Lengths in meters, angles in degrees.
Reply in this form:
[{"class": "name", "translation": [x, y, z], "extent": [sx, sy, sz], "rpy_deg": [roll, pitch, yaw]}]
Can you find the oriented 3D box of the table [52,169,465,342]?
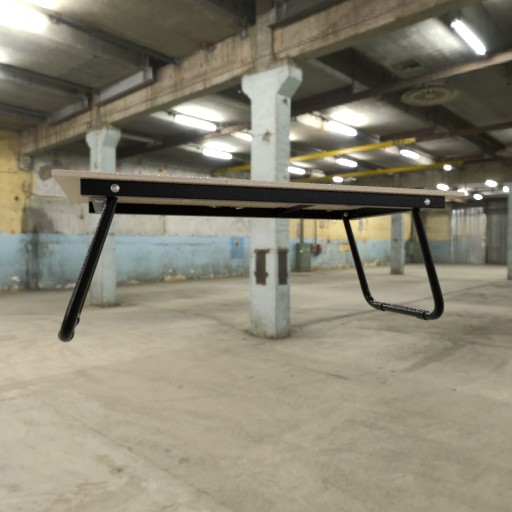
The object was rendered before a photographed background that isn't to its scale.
[{"class": "table", "translation": [0.000, 0.000, 0.803], "extent": [0.644, 0.242, 0.322], "rpy_deg": [0, 1, -19]}]
